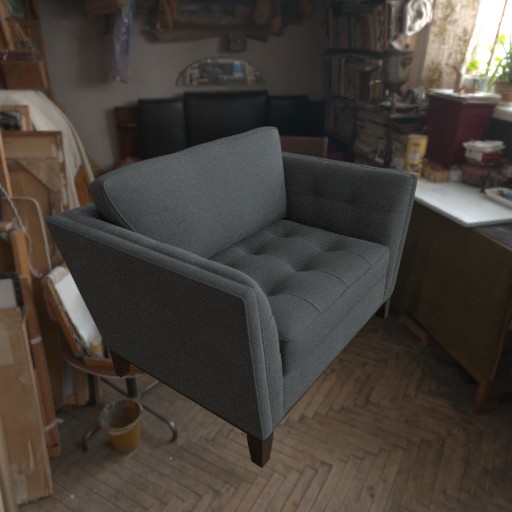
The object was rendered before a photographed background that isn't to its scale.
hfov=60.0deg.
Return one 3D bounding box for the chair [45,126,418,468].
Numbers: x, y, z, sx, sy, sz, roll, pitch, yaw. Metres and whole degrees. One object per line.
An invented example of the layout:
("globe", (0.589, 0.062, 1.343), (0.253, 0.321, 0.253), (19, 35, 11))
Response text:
("chair", (0.000, 0.000, 2.051), (0.965, 0.942, 1.396), (18, 32, 32))
